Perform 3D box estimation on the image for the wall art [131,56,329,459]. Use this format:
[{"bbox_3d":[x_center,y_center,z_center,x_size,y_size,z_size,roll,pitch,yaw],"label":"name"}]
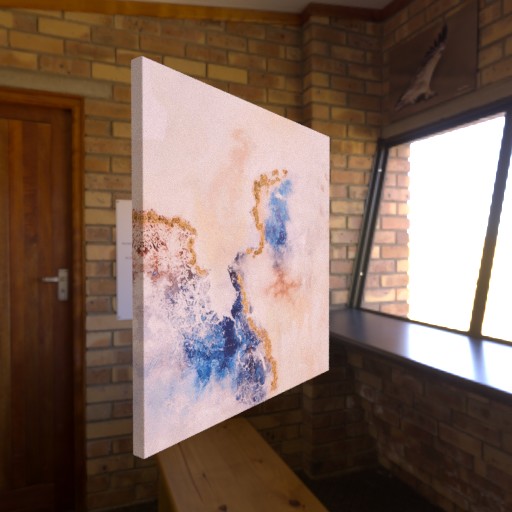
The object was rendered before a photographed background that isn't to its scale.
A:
[{"bbox_3d":[0.000,0.000,1.343,0.038,0.889,0.889,1,1,36],"label":"wall art"}]
